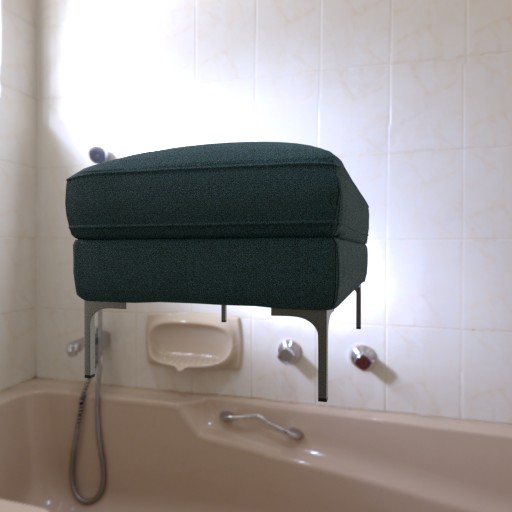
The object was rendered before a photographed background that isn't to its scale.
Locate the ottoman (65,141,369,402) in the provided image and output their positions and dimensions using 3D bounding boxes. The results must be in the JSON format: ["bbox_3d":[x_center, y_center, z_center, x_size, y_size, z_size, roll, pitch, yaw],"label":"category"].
[{"bbox_3d":[0.000,0.000,1.210,0.563,0.498,0.856,0,1,17],"label":"ottoman"}]
